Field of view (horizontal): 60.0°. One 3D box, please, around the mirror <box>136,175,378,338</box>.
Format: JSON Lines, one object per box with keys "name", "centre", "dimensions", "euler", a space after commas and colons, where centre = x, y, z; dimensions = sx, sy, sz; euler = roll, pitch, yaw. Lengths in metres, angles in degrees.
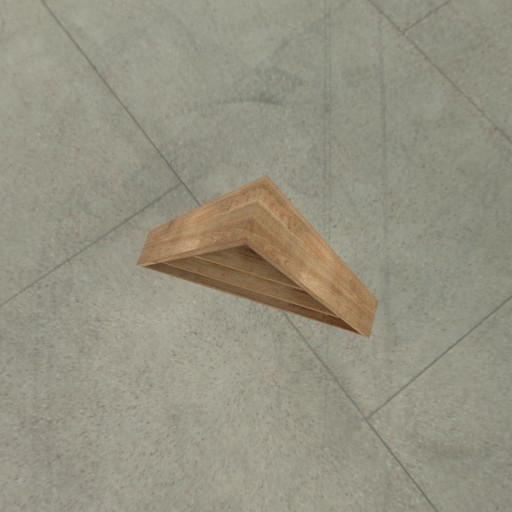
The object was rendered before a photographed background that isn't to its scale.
{"name": "mirror", "centre": [0.000, 0.000, 0.889], "dimensions": [0.631, 0.548, 0.100], "euler": [17, 76, 4]}
